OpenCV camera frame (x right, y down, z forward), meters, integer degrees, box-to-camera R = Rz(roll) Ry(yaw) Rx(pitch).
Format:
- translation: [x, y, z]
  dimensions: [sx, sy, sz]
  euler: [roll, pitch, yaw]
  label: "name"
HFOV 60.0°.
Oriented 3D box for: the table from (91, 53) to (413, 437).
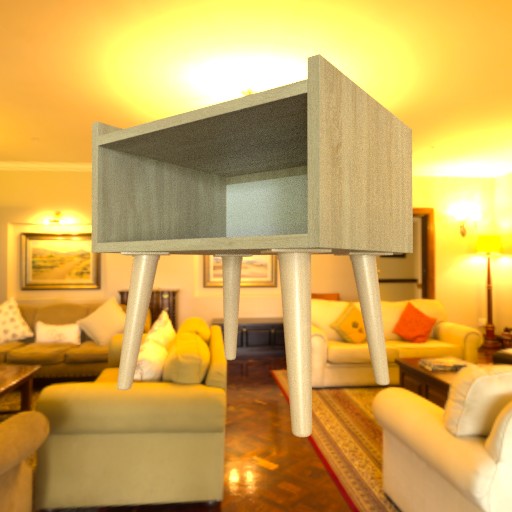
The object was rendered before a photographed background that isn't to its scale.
- translation: [0.000, 0.000, 0.801]
  dimensions: [0.450, 0.470, 0.370]
  euler: [-1, -1, 36]
  label: "table"
